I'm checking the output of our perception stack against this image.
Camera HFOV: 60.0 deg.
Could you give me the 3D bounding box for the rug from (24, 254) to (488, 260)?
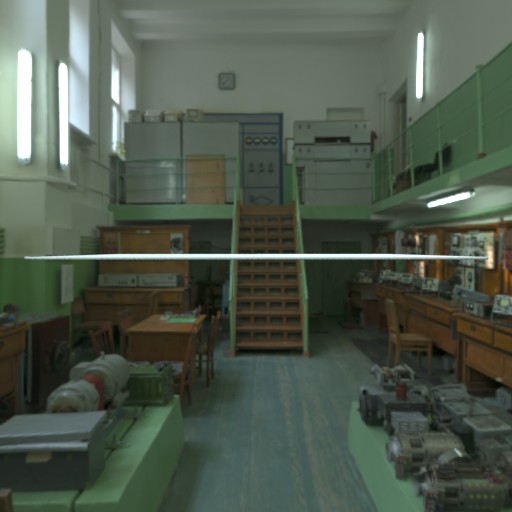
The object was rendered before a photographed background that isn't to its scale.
[{"bbox_3d":[0.000,0.000,2.896,2.244,0.017,1.532,0,1,-1],"label":"rug"}]
